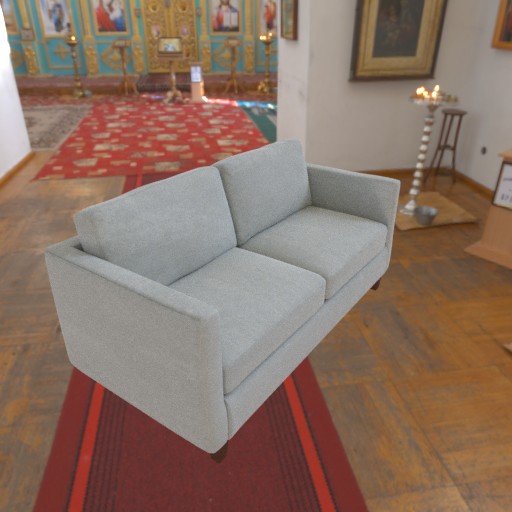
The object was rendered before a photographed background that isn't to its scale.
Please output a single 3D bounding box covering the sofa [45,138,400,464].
[{"bbox_3d":[0.000,0.000,2.447,0.950,0.963,1.884,18,32,31],"label":"sofa"}]
